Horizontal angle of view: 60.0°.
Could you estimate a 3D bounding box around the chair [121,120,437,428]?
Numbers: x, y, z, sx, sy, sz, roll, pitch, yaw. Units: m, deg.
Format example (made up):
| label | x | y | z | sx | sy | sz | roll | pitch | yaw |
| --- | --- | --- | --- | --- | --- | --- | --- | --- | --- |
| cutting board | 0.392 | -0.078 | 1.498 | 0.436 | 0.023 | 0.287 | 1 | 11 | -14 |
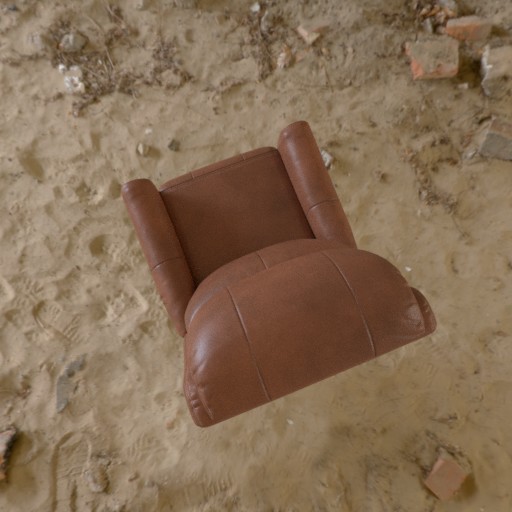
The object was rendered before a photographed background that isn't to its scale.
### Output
| label | x | y | z | sx | sy | sz | roll | pitch | yaw |
| --- | --- | --- | --- | --- | --- | --- | --- | --- | --- |
| chair | 0.000 | 0.000 | 1.777 | 0.838 | 1.054 | 1.014 | -21 | 76 | -5 |
